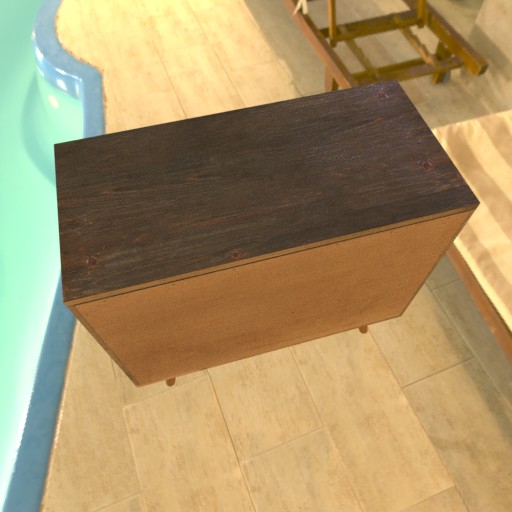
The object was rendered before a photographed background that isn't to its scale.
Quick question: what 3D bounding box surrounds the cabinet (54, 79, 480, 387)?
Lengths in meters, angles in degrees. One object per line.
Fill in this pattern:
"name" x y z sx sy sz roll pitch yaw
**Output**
"cabinet" 0.000 0.000 1.553 1.023 0.897 0.529 -13 60 -8
